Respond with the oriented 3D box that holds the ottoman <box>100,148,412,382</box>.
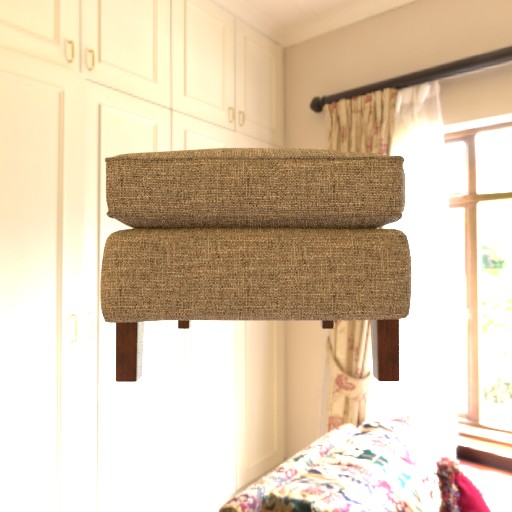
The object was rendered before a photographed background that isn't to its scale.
[{"bbox_3d":[0.000,0.000,0.995,0.508,0.406,0.686,0,-1,0],"label":"ottoman"}]
